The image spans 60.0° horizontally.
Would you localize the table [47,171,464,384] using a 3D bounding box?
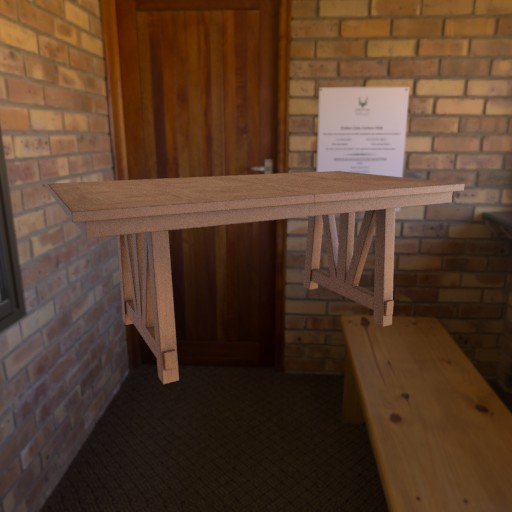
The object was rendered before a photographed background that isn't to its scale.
[{"bbox_3d":[0.000,0.000,2.370,1.881,0.768,1.016,-8,17,-27],"label":"table"}]
